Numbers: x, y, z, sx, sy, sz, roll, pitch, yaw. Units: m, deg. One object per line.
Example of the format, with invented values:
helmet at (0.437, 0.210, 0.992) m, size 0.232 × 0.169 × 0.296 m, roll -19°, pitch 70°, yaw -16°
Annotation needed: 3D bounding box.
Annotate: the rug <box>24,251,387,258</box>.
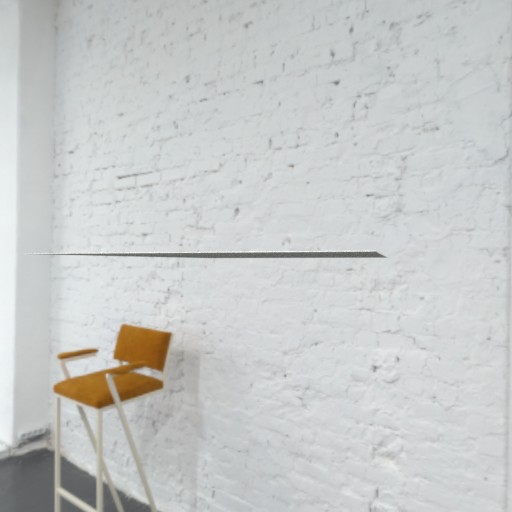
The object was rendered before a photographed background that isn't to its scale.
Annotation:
rug at (0.000, 0.000, 4.229) m, size 2.354 × 0.007 × 3.196 m, roll 0°, pitch -1°, yaw 18°
